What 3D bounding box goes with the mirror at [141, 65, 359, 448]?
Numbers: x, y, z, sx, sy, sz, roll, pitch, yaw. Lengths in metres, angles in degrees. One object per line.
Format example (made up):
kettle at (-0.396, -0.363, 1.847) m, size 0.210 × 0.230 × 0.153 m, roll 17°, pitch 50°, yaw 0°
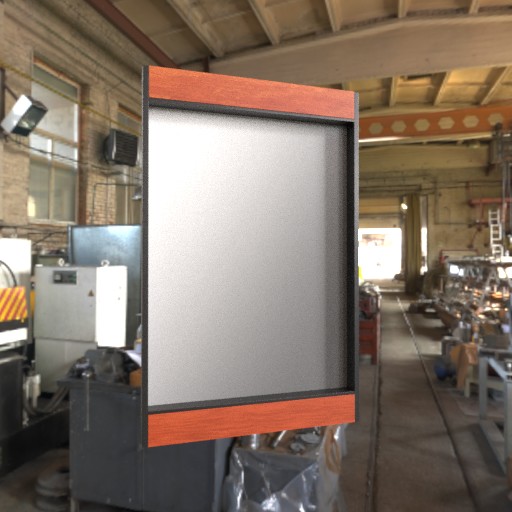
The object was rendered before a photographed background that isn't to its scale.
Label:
mirror at (0.000, 0.000, 1.052) m, size 0.525 × 0.823 × 0.047 m, roll 0°, pitch -1°, yaw -17°
